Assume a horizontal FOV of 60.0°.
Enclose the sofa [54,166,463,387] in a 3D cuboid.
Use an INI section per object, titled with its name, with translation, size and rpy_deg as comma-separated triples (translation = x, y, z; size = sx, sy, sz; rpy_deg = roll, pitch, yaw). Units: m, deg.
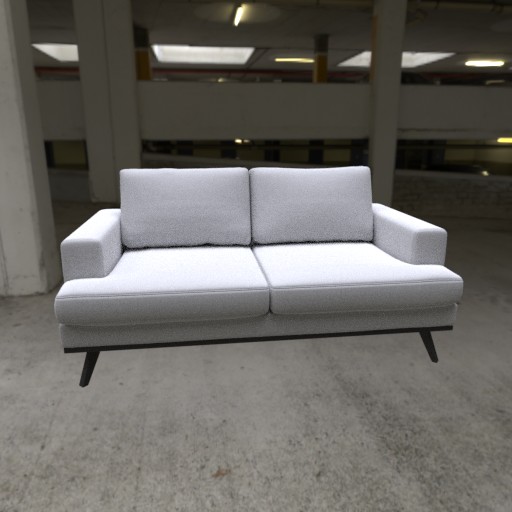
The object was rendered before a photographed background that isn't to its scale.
[sofa]
translation = 0.000, 0.000, 2.167
size = 1.650, 0.810, 0.920
rpy_deg = -2, 16, -7
